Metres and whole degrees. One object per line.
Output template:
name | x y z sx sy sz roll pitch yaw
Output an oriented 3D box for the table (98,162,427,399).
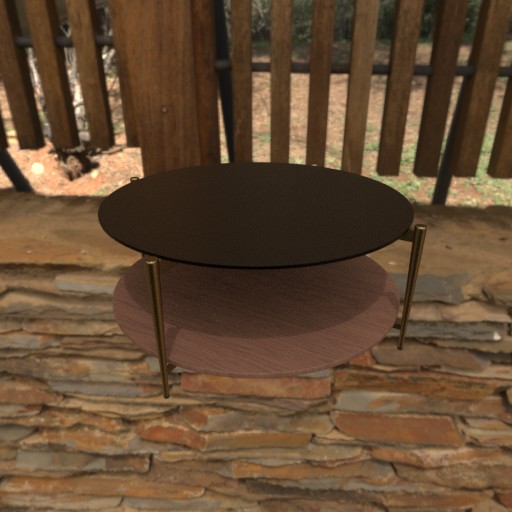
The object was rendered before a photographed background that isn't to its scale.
table | 0.000 0.000 1.466 0.938 0.400 0.938 -1 26 -2
